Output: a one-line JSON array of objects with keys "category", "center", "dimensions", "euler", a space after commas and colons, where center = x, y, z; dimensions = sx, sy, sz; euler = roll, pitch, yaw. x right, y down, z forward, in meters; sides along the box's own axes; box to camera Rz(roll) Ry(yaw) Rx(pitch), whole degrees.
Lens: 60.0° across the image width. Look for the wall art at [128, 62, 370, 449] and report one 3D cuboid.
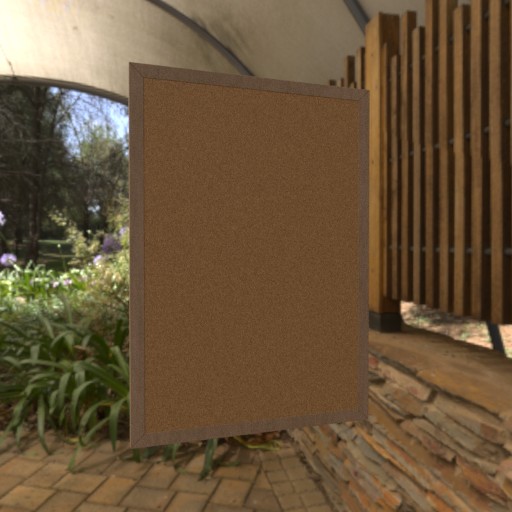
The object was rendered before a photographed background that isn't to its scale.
[{"category": "wall art", "center": [0.000, 0.000, 0.647], "dimensions": [0.356, 0.509, 0.031], "euler": [0, 1, -17]}]
